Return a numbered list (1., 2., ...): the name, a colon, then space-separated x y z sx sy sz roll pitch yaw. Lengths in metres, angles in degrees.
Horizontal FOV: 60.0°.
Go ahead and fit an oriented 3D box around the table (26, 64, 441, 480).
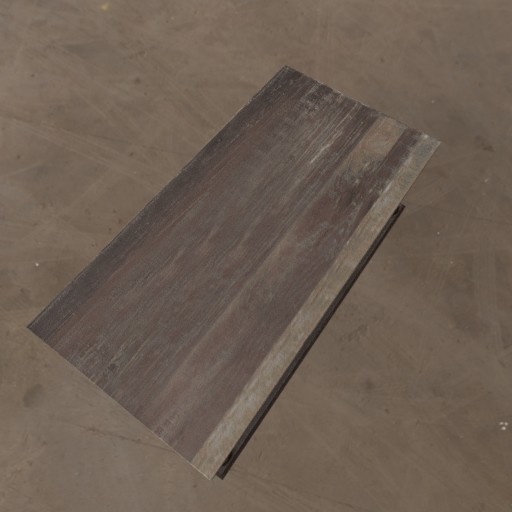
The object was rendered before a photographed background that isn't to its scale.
1. table: 0.000 0.000 1.337 0.554 0.373 1.088 33 68 15
